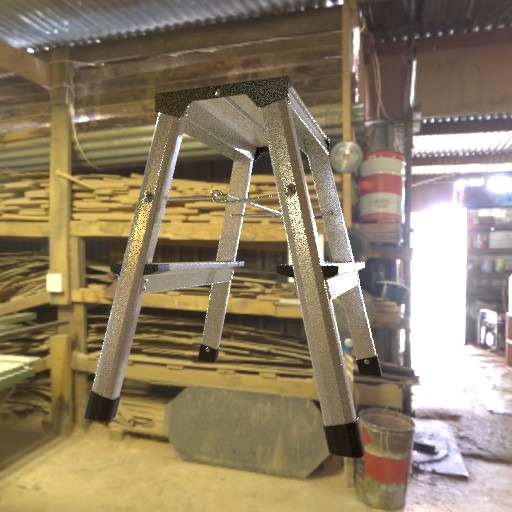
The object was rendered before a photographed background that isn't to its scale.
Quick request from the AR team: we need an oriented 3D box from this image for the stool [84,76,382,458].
[{"bbox_3d":[0.000,0.000,0.778,0.405,0.480,0.404,0,0,19],"label":"stool"}]
